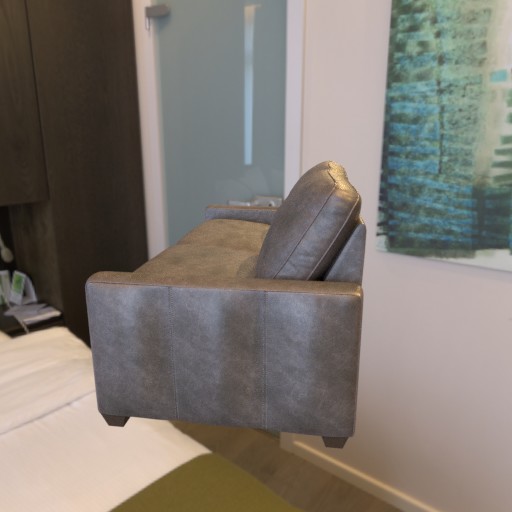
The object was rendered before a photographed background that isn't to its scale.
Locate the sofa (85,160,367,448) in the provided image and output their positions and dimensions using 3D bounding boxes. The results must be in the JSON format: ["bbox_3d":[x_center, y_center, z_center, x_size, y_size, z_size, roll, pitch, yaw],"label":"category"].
[{"bbox_3d":[0.000,0.000,2.275,0.939,0.916,1.732,2,15,8],"label":"sofa"}]
